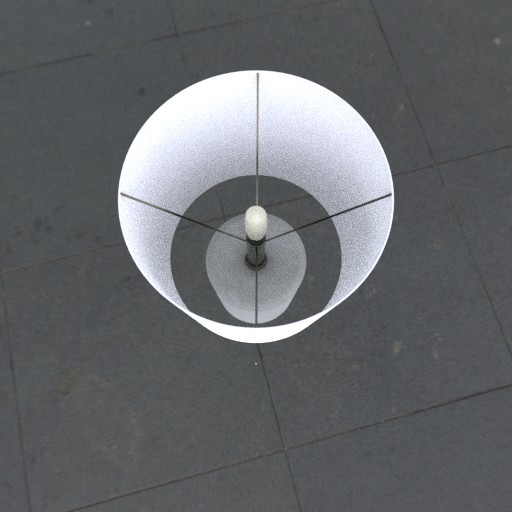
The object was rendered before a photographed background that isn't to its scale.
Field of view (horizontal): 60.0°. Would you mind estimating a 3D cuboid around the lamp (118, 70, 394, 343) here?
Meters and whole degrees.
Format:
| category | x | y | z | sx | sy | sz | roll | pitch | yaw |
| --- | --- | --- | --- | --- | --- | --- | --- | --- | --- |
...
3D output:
| category | x | y | z | sx | sy | sz | roll | pitch | yaw |
| --- | --- | --- | --- | --- | --- | --- | --- | --- | --- |
| lamp | 0.000 | 0.000 | 0.534 | 0.206 | 0.416 | 0.206 | 0 | 76 | 0 |
